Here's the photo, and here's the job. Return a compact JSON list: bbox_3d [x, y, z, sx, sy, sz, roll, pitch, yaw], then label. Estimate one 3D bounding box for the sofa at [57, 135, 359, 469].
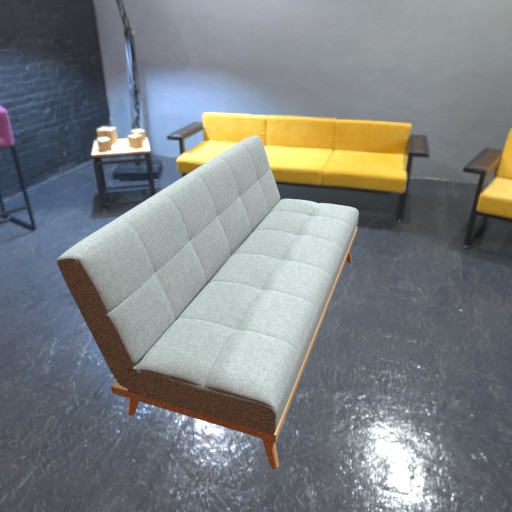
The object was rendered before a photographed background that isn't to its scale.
[{"bbox_3d":[0.000,0.000,2.273,0.800,0.800,1.820,10,30,18],"label":"sofa"}]
